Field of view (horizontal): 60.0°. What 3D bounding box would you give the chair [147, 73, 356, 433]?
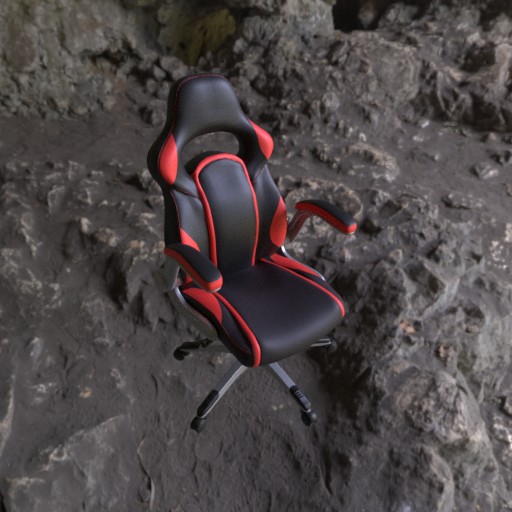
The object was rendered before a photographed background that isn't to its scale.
[{"bbox_3d":[0.000,0.000,1.610,0.758,1.165,0.712,-22,37,-32],"label":"chair"}]
